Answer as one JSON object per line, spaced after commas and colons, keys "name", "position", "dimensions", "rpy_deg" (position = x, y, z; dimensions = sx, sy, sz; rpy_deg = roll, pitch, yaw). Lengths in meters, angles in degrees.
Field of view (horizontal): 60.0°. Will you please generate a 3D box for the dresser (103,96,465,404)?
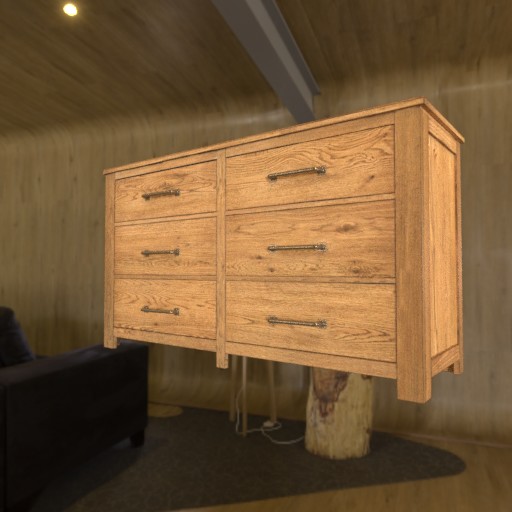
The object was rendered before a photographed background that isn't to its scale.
{"name": "dresser", "position": [0.000, 0.000, 2.027], "dimensions": [1.657, 0.932, 0.563], "rpy_deg": [-1, -2, 37]}
